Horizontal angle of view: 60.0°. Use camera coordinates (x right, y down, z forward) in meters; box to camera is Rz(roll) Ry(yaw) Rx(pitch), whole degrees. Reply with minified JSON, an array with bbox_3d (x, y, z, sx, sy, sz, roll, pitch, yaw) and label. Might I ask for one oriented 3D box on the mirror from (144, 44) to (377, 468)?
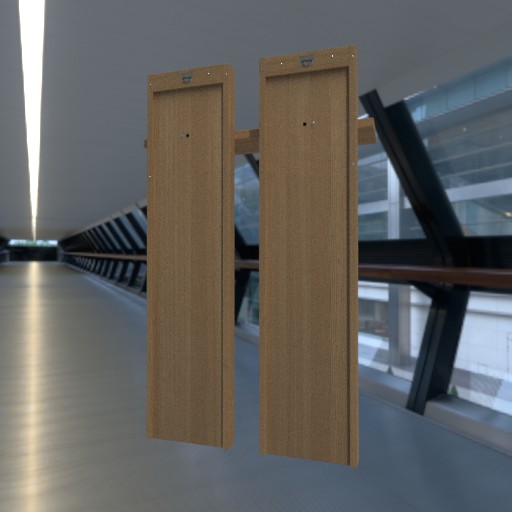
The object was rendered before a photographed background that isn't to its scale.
[{"bbox_3d":[0.000,0.000,1.539,0.800,1.250,0.260,0,-1,18],"label":"mirror"}]
